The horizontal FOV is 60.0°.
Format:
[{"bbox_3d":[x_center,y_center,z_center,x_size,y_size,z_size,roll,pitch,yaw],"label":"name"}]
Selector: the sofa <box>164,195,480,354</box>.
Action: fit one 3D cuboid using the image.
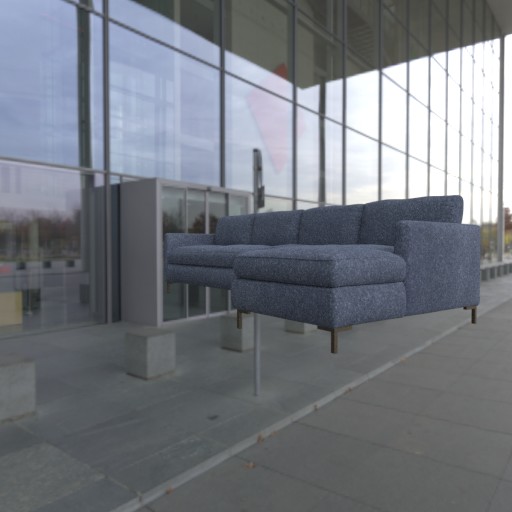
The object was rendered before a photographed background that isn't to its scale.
[{"bbox_3d":[0.000,0.000,3.491,1.350,0.810,2.932,-1,2,-37],"label":"sofa"}]
